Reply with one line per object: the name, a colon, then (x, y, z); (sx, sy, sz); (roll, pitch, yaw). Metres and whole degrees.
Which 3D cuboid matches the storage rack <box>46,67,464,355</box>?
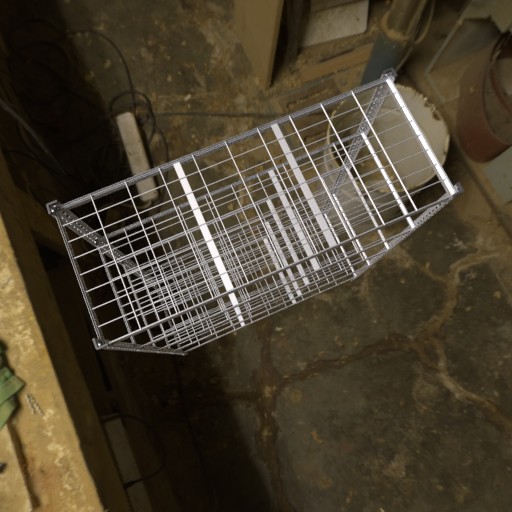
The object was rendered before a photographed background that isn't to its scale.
storage rack: (0.000, 0.000, 2.694); (1.524, 1.981, 0.610); (-23, 78, -5)
